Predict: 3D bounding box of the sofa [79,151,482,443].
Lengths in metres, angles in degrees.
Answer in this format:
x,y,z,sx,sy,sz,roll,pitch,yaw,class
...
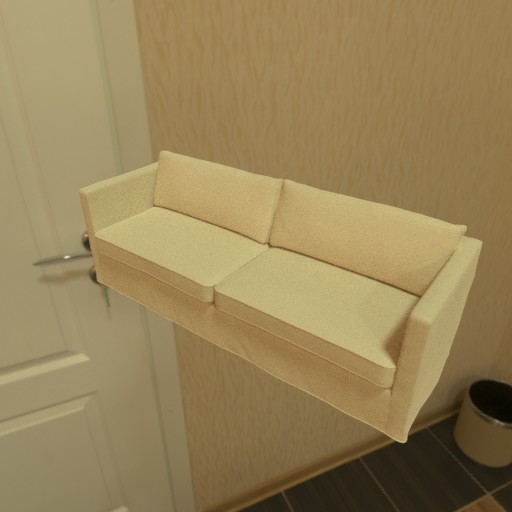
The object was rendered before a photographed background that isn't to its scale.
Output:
x,y,z,sx,sy,sz,roll,pitch,yaw,class
0.000,0.000,3.251,2.779,0.999,1.036,21,36,31,sofa
